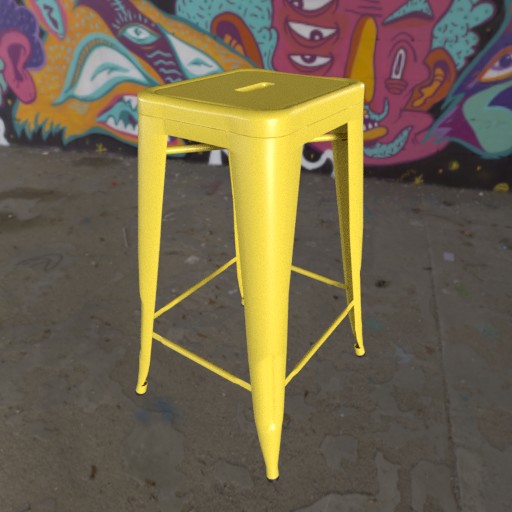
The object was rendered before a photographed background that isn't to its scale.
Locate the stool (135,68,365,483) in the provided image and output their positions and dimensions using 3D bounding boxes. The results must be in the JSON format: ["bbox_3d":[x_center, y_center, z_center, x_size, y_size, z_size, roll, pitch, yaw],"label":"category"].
[{"bbox_3d":[0.000,0.000,0.833,0.359,0.609,0.399,20,36,29],"label":"stool"}]
